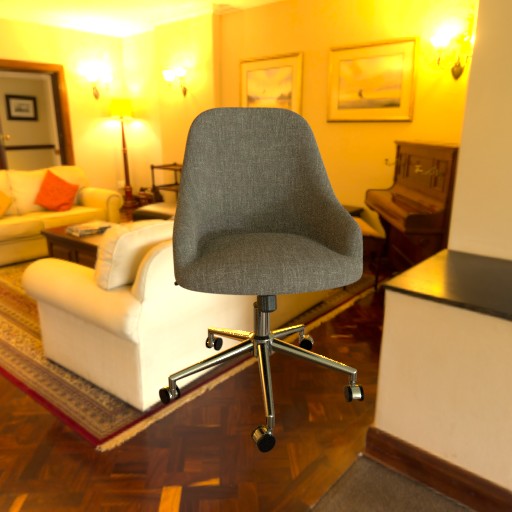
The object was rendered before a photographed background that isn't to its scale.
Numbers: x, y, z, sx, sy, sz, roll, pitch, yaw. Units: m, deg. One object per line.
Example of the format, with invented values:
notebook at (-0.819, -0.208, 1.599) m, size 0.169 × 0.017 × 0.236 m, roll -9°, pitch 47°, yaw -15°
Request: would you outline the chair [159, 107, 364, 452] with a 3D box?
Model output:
chair at (0.000, 0.000, 1.450) m, size 0.671 × 0.950 × 0.712 m, roll -2°, pitch 16°, yaw -8°
